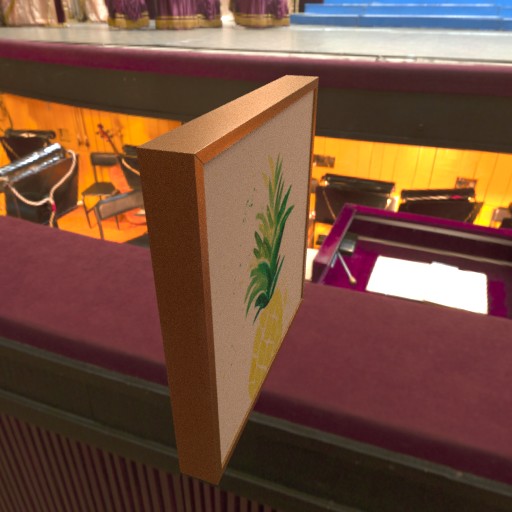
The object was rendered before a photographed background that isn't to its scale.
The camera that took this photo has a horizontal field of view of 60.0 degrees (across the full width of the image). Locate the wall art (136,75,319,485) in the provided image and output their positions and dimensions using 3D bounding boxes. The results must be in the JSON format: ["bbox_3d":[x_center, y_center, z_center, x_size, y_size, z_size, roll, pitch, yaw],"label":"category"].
[{"bbox_3d":[0.000,0.000,0.454,0.038,0.305,0.306,10,32,17],"label":"wall art"}]
